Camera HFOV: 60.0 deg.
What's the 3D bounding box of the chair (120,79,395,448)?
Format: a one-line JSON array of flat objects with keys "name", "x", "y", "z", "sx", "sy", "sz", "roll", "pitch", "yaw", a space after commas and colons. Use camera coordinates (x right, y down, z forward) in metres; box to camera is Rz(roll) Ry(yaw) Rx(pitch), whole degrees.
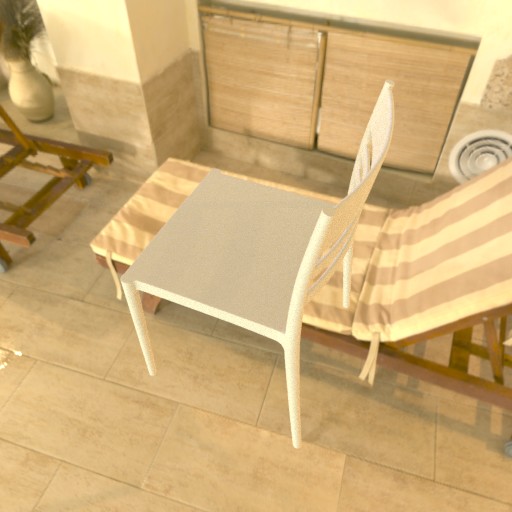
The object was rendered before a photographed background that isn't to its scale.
[{"name": "chair", "x": 0.000, "y": 0.000, "z": 1.131, "sx": 0.511, "sy": 0.800, "sz": 0.531, "roll": 17, "pitch": 49, "yaw": 16}]
